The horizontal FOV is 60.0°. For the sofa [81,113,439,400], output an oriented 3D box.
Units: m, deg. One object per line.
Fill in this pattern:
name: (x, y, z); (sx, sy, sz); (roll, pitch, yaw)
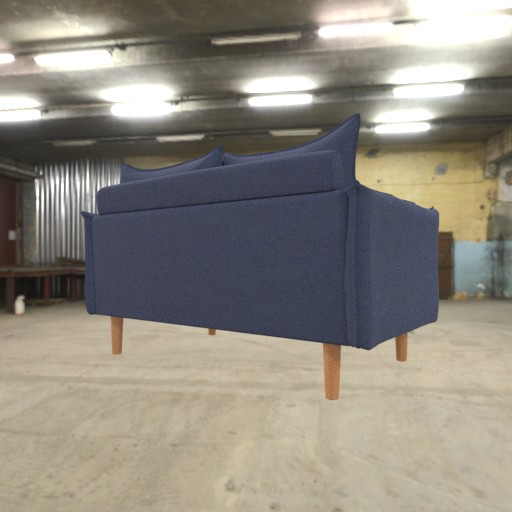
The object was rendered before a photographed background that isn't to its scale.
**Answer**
sofa: (0.000, 0.000, 1.842); (1.300, 0.840, 0.820); (0, -1, 37)
